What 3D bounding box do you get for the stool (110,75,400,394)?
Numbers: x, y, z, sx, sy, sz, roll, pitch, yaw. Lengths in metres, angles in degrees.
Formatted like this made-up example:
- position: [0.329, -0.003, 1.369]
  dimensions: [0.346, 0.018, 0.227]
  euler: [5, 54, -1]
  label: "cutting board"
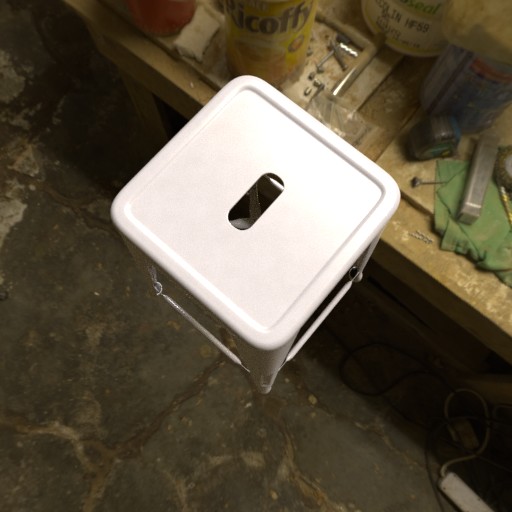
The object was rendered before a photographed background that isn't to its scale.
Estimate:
- position: [0.000, 0.000, 0.873]
  dimensions: [0.406, 0.610, 0.406]
  euler: [40, 79, 9]
  label: "stool"
